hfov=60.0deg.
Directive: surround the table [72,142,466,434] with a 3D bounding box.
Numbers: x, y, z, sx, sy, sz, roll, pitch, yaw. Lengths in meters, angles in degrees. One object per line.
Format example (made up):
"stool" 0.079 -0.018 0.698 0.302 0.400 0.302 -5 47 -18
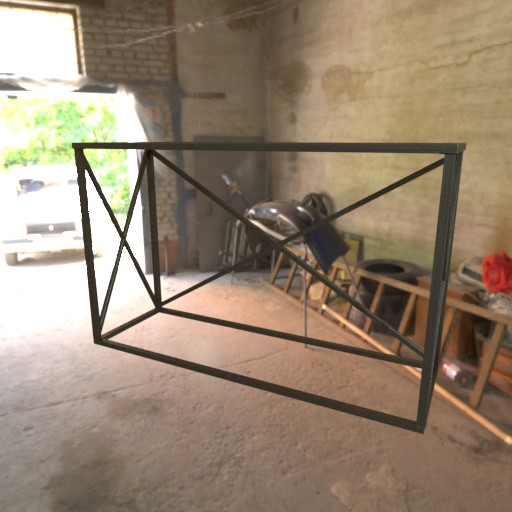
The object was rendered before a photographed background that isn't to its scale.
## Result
"table" 0.000 0.000 1.522 1.216 0.753 0.402 7 16 26
